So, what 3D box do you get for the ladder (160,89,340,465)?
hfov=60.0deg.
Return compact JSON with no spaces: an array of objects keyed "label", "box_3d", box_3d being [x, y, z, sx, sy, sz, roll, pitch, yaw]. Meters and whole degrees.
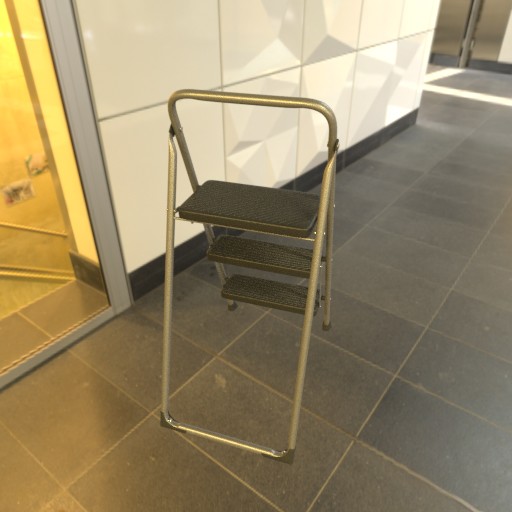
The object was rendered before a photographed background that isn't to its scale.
[{"label":"ladder","box_3d":[0.000,0.000,1.294,0.430,0.945,0.629,10,34,15]}]
